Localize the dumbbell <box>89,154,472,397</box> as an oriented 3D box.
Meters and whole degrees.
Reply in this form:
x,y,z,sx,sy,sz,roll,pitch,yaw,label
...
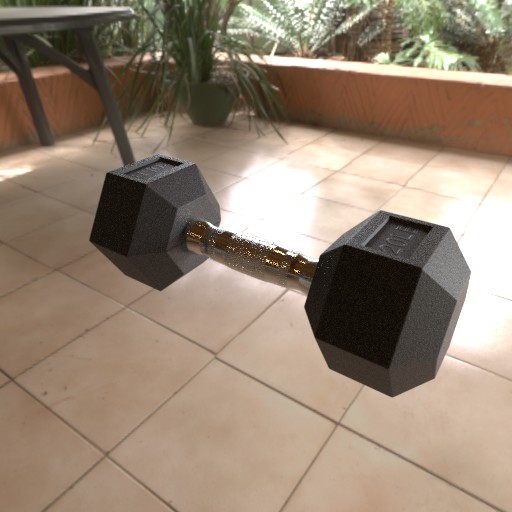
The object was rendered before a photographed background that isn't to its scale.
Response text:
x,y,z,sx,sy,sz,roll,pitch,yaw,label
0.000,0.000,0.347,0.297,0.101,0.116,20,36,29,dumbbell
